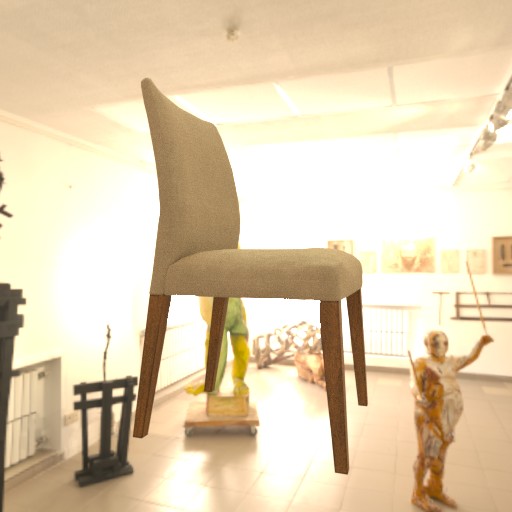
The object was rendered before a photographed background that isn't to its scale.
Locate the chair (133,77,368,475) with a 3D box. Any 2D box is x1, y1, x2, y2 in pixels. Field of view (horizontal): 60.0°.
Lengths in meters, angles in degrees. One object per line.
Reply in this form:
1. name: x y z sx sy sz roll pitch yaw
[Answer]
1. chair: 0.000 0.000 1.280 0.585 0.940 0.496 0 0 19
